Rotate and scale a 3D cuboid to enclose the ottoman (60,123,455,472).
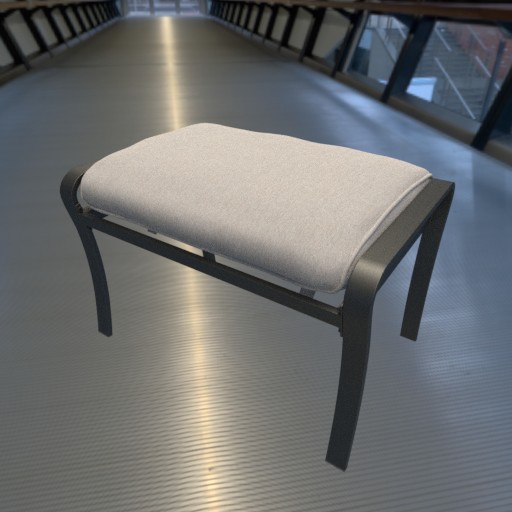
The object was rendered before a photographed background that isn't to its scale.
[{"bbox_3d":[0.000,0.000,0.892,0.610,0.422,0.406,19,36,29],"label":"ottoman"}]
